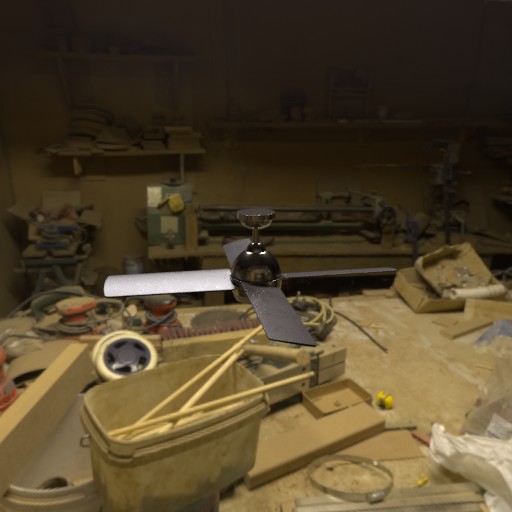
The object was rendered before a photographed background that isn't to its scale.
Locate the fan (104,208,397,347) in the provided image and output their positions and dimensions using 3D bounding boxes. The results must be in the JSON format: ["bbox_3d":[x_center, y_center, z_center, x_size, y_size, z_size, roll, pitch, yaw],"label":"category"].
[{"bbox_3d":[0.000,0.000,2.004,1.332,0.403,1.332,-3,16,-10],"label":"fan"}]
